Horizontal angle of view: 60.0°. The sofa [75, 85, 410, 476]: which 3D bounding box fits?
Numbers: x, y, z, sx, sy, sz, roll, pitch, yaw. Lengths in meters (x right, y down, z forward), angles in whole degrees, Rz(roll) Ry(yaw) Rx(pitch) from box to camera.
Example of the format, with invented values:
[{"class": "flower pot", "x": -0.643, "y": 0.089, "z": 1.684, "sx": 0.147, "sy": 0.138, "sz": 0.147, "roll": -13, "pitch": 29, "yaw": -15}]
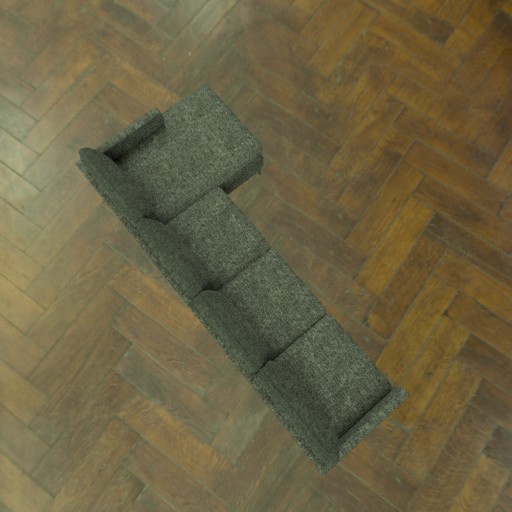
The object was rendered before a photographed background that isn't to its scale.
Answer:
[{"class": "sofa", "x": 0.000, "y": 0.000, "z": 4.008, "sx": 1.488, "sy": 0.970, "sz": 3.384, "roll": -39, "pitch": 79, "yaw": -9}]
